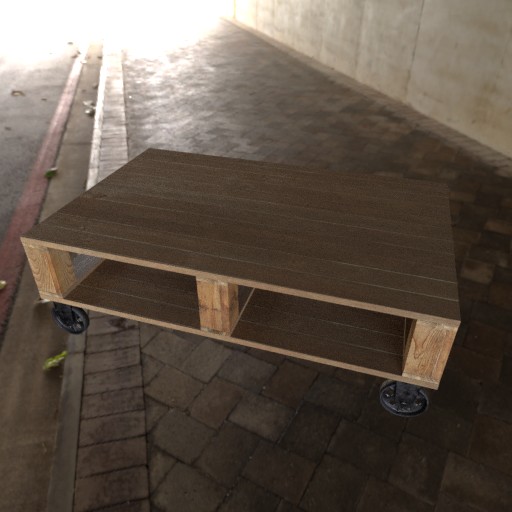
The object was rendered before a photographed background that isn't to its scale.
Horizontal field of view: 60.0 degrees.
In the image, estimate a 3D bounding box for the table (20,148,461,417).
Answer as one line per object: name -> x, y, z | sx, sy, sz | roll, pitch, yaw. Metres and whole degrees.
table -> 0.000, 0.000, 1.675 | 1.299, 0.413, 0.827 | 10, 35, 15
